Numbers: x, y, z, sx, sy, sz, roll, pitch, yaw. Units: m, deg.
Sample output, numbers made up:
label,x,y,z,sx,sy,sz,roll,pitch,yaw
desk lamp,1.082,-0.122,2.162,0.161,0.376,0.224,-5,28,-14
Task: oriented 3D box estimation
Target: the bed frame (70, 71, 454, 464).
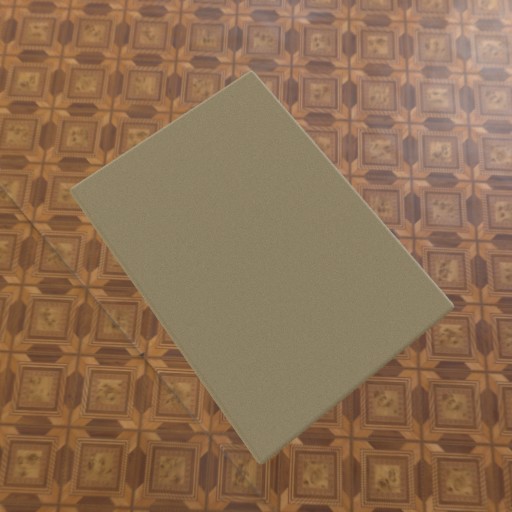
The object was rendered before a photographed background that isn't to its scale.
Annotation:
label,x,y,z,sx,sy,sz,roll,pitch,yaw
bed frame,0.000,0.000,3.815,2.205,0.680,2.842,-29,78,-7
